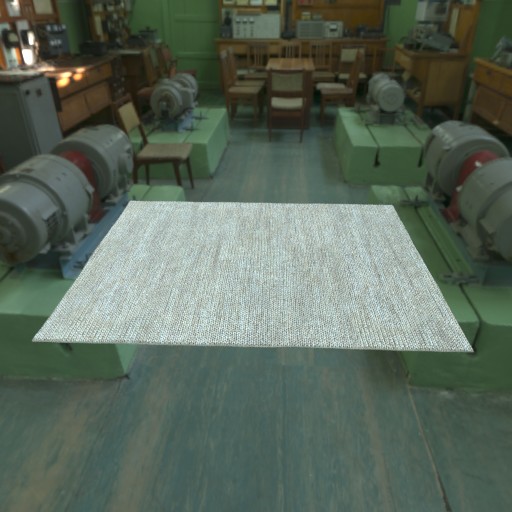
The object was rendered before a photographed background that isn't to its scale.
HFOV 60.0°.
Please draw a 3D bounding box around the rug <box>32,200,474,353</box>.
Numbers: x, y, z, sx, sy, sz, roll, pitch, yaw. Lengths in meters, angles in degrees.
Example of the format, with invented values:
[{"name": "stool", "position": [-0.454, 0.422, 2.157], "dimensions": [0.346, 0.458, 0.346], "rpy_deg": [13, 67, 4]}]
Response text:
[{"name": "rug", "position": [0.000, 0.000, 4.081], "dimensions": [3.052, 0.030, 2.429], "rpy_deg": [1, 31, 2]}]
